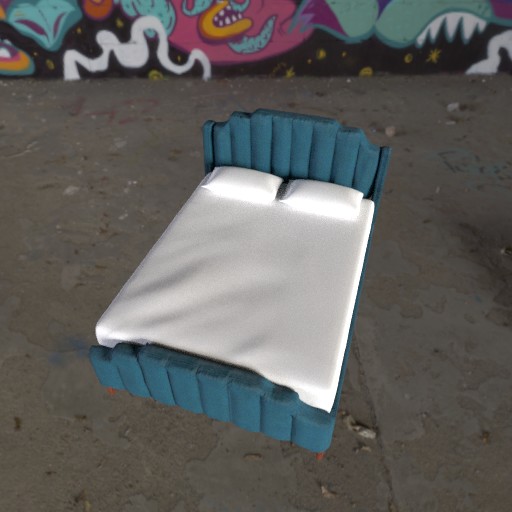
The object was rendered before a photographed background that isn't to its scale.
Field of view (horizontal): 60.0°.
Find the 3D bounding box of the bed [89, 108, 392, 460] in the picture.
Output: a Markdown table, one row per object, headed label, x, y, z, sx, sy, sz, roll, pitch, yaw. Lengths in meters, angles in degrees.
| label | x | y | z | sx | sy | sz | roll | pitch | yaw |
| --- | --- | --- | --- | --- | --- | --- | --- | --- | --- |
| bed | 0.000 | 0.000 | 3.446 | 1.676 | 1.351 | 2.322 | 12 | 44 | 13 |
